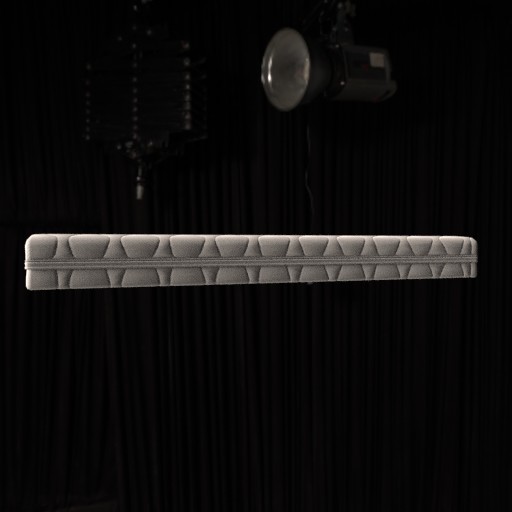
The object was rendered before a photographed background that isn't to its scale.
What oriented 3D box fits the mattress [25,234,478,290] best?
[{"bbox_3d":[0.000,0.000,2.293,2.000,0.200,0.900,-1,2,-18],"label":"mattress"}]
